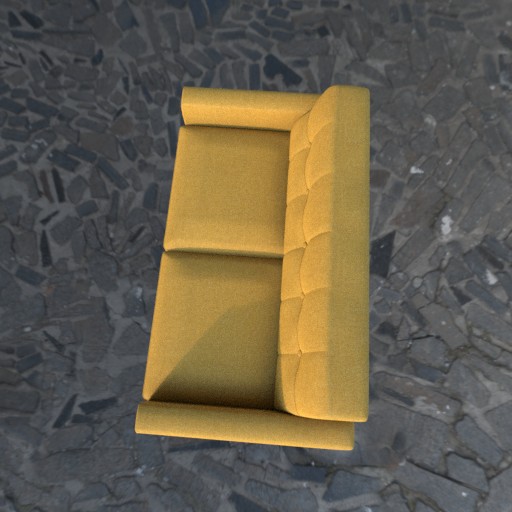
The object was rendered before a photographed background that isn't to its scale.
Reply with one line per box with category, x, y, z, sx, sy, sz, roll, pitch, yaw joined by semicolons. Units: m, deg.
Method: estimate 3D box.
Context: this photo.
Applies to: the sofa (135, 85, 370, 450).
sofa;0.000;0.000;2.121;0.909;0.841;1.631;4;74;1
